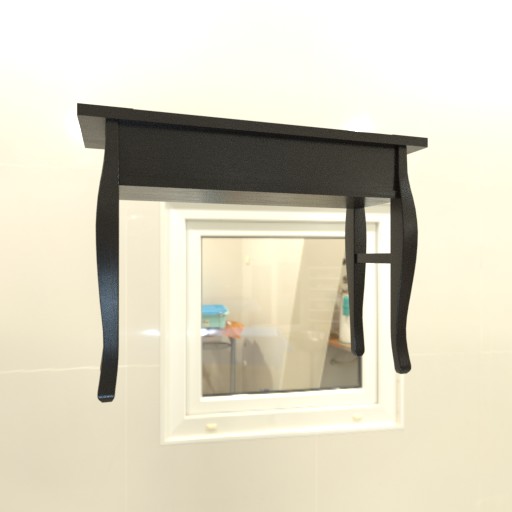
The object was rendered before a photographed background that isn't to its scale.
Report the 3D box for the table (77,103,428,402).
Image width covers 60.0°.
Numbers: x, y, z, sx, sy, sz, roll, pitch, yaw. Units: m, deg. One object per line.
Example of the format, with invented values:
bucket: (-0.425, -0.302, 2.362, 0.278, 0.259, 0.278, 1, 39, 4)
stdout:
table: (0.000, 0.000, 1.446, 1.062, 0.768, 0.373, 0, 0, -18)
